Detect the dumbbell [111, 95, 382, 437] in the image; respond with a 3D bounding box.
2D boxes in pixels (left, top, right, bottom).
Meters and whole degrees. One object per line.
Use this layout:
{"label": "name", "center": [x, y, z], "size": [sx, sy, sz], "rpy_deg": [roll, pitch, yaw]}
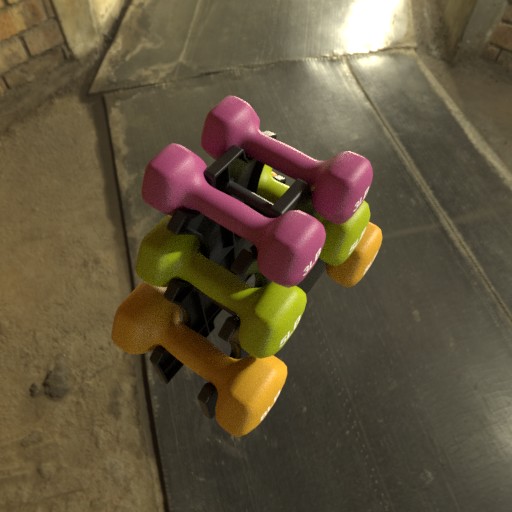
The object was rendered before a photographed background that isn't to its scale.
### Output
{"label": "dumbbell", "center": [0.000, 0.000, 0.468], "size": [0.190, 0.271, 0.300], "rpy_deg": [32, 62, 19]}
